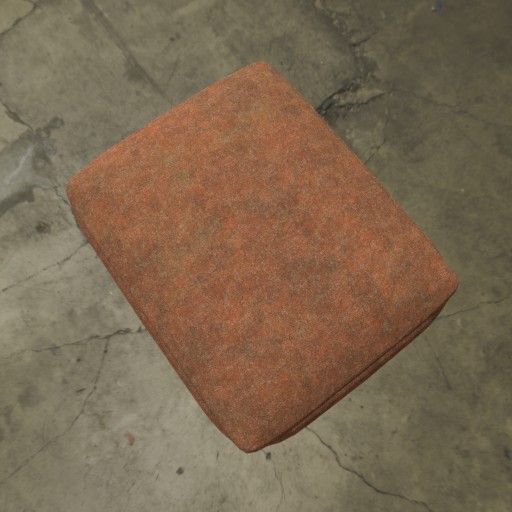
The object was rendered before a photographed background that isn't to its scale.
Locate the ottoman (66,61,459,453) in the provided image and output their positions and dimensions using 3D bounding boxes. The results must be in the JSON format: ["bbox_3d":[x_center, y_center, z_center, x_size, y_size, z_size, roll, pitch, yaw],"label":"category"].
[{"bbox_3d":[0.000,0.000,1.168,0.635,0.508,0.787,-36,78,-9],"label":"ottoman"}]
